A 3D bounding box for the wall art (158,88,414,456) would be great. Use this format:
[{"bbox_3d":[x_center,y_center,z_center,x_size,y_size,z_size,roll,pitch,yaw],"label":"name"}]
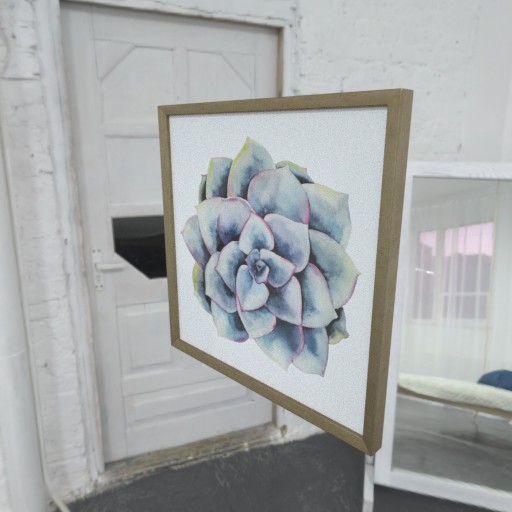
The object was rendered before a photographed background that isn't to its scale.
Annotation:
[{"bbox_3d":[0.000,0.000,0.759,0.503,0.506,0.030,15,21,43],"label":"wall art"}]
